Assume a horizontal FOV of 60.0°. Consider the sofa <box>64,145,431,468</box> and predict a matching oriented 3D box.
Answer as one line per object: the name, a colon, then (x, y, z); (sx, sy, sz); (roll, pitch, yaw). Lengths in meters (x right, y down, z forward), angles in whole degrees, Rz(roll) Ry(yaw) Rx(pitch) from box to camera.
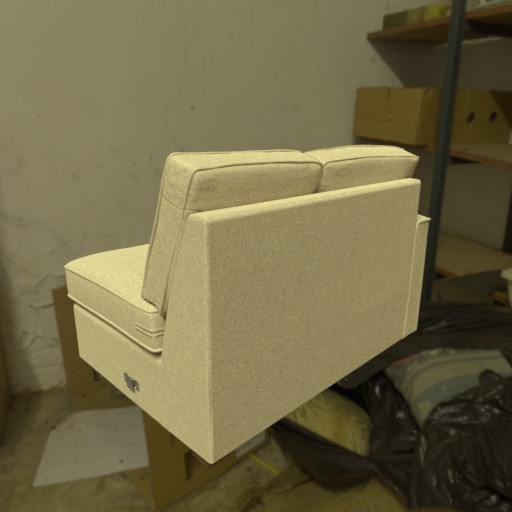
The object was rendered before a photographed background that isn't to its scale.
sofa: (0.000, 0.000, 2.010); (1.388, 0.989, 0.991); (-16, 22, -43)
